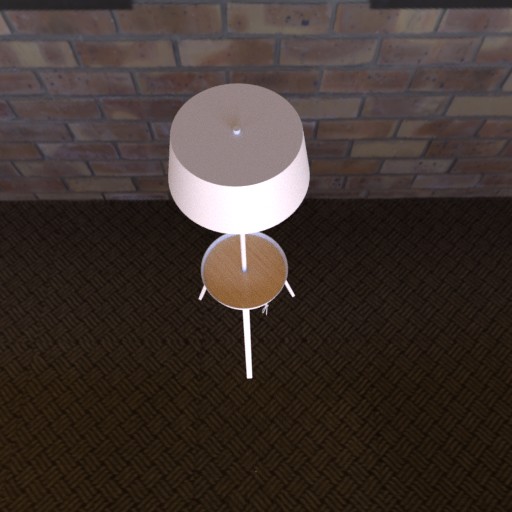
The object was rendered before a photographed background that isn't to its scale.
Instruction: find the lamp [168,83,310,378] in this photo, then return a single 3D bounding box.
[{"bbox_3d":[0.000,0.000,1.652,0.468,1.429,0.508,-30,68,-14],"label":"lamp"}]
